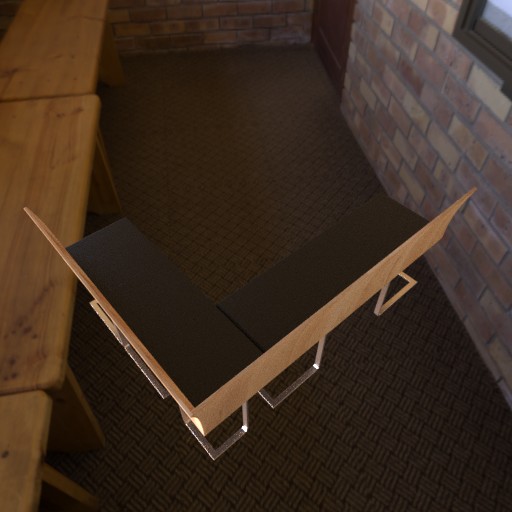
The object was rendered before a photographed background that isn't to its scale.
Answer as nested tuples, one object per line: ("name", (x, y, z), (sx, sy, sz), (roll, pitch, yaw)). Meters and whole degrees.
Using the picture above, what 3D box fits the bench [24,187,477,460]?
("bench", (0.000, 0.000, 2.731), (1.945, 0.930, 1.495), (-33, 56, -27))
